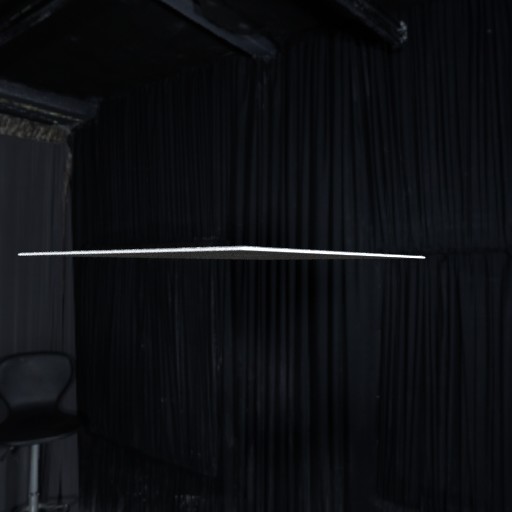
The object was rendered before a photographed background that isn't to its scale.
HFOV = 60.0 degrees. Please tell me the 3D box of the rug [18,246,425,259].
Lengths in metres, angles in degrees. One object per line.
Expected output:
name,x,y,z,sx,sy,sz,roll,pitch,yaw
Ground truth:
rug,0.000,0.000,3.446,1.819,0.018,2.746,-1,-1,35
